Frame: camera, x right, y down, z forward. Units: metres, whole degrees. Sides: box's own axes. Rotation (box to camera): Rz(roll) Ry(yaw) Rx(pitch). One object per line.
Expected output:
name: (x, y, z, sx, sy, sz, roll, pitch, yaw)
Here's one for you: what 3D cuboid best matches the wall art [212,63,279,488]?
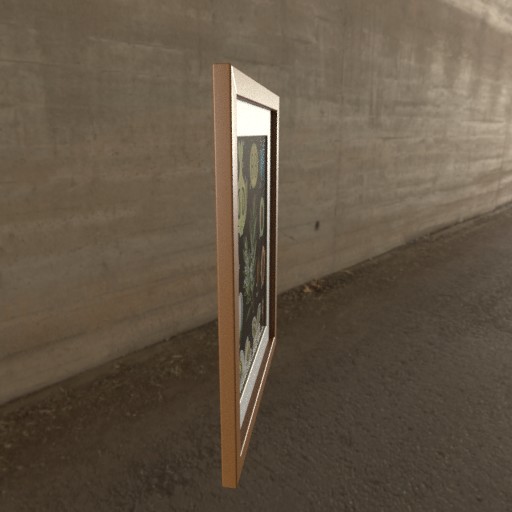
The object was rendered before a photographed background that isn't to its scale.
wall art: (0.000, 0.000, 0.759, 0.021, 0.550, 0.449, 3, 16, 9)
